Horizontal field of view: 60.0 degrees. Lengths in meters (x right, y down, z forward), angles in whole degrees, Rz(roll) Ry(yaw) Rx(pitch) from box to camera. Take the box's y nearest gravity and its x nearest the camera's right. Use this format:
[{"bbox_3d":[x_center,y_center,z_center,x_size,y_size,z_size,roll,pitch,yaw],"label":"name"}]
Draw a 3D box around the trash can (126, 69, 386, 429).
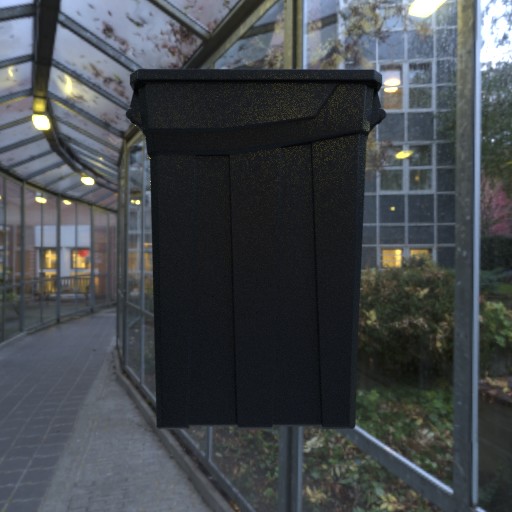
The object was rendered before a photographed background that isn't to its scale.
[{"bbox_3d":[0.000,0.000,1.042,0.559,0.762,0.281,0,-1,0],"label":"trash can"}]
